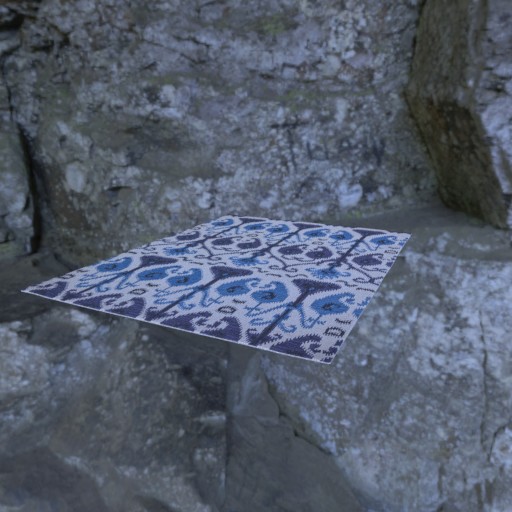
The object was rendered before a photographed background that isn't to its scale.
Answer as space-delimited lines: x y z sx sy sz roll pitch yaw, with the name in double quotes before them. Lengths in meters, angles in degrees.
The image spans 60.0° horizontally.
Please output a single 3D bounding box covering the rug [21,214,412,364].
"rug" 0.000 0.000 4.251 2.443 0.024 3.228 8 19 25
